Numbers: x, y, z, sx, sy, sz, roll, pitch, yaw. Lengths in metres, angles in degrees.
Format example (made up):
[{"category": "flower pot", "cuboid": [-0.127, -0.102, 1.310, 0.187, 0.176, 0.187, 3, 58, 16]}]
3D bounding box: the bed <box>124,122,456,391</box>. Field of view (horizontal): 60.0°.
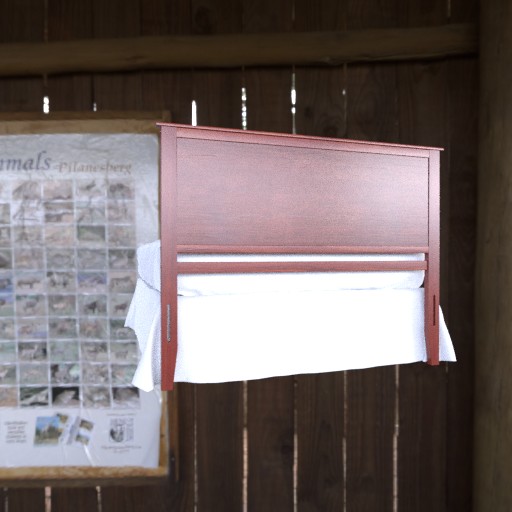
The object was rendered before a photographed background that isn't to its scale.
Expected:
[{"category": "bed", "cuboid": [0.000, 0.000, 3.300, 1.870, 1.270, 2.050, 0, 0, -18]}]
